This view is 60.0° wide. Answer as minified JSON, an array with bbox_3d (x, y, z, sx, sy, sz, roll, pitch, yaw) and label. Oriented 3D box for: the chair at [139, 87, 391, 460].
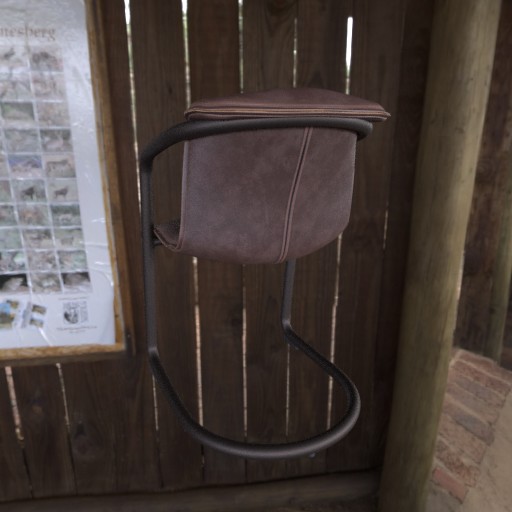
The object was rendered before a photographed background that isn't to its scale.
[{"bbox_3d":[0.000,0.000,1.230,0.536,0.836,0.664,-7,17,-24],"label":"chair"}]
